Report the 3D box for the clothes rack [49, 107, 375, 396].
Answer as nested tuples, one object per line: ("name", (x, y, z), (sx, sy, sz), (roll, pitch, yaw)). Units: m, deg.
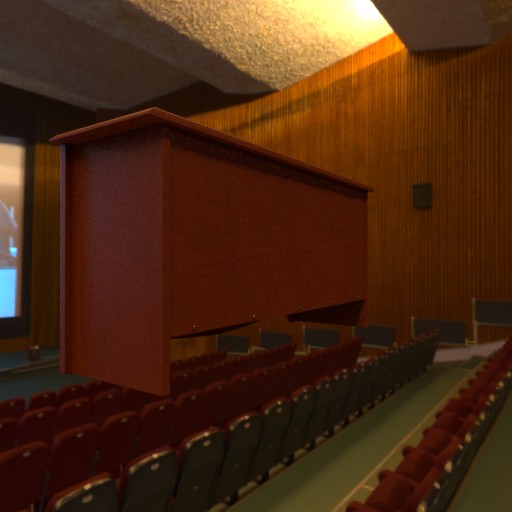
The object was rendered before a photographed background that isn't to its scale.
("clothes rack", (0.000, 0.000, 1.493), (0.362, 0.594, 1.251), (0, 0, 35))
